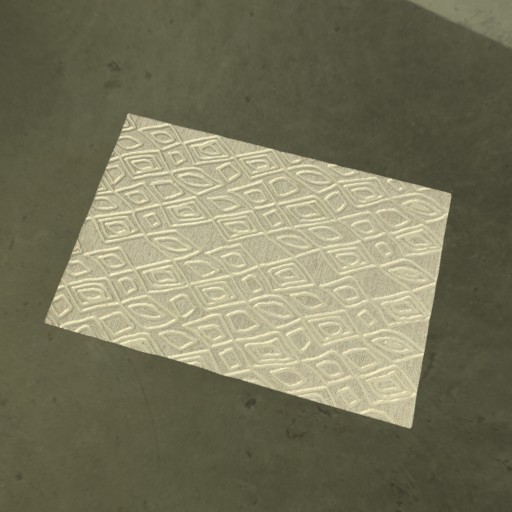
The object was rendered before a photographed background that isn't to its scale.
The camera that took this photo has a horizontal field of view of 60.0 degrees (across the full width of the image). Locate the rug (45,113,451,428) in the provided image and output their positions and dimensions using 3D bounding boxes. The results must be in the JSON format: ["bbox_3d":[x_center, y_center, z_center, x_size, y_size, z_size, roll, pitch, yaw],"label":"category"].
[{"bbox_3d":[0.000,0.000,2.272,1.832,0.016,1.224,15,75,4],"label":"rug"}]
